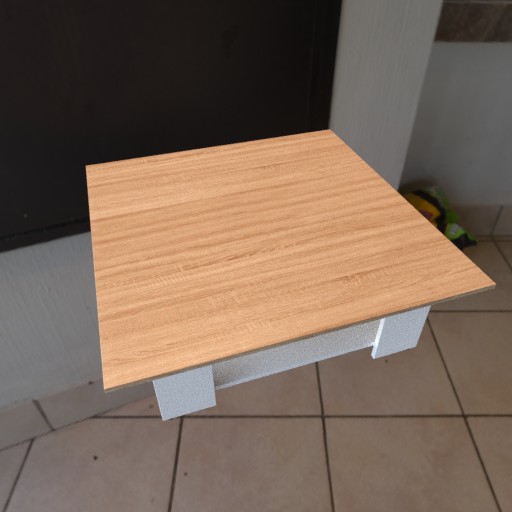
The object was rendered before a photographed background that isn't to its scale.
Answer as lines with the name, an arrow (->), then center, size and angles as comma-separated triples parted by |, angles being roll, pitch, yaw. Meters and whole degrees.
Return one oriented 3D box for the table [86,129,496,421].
table -> 0.000, 0.000, 1.350 | 0.890, 0.305, 0.890 | -12, 42, -14
